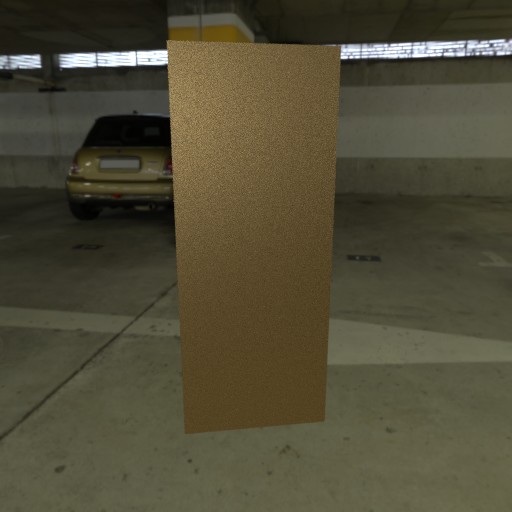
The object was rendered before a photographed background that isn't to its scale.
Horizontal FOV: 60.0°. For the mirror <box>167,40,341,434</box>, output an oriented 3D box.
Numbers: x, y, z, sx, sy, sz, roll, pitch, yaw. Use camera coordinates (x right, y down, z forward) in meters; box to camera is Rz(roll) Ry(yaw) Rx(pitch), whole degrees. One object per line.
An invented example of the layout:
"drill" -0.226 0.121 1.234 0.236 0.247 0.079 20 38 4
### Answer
"mirror" 0.000 0.000 2.308 0.812 2.031 0.025 -2 15 -8
